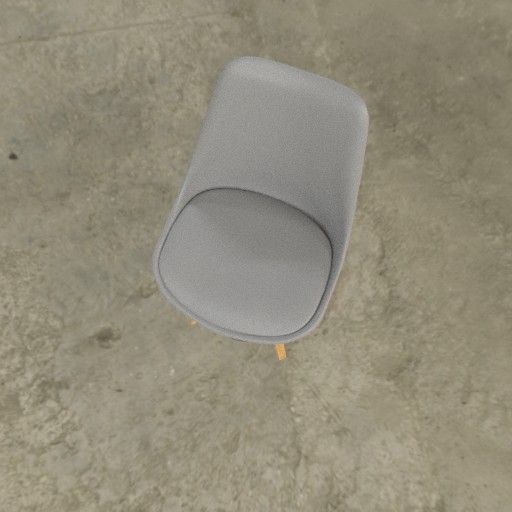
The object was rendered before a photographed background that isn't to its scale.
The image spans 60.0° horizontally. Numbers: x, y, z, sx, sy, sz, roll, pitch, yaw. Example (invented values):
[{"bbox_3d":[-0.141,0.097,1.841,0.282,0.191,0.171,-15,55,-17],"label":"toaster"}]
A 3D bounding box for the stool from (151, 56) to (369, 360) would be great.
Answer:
[{"bbox_3d":[0.000,0.000,1.386,0.485,1.115,0.550,21,75,6],"label":"stool"}]
